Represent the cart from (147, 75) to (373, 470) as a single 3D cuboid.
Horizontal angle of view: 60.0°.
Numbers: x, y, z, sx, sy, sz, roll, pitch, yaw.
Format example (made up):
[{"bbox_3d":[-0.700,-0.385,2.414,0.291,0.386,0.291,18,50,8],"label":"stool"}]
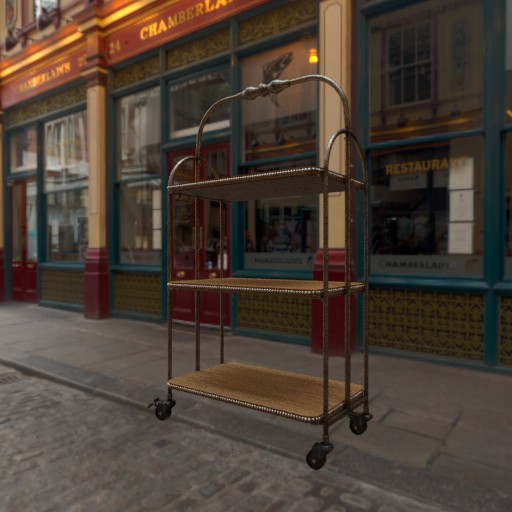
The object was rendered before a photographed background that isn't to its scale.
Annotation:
[{"bbox_3d":[0.000,0.000,1.371,0.650,1.052,0.330,0,0,36],"label":"cart"}]
